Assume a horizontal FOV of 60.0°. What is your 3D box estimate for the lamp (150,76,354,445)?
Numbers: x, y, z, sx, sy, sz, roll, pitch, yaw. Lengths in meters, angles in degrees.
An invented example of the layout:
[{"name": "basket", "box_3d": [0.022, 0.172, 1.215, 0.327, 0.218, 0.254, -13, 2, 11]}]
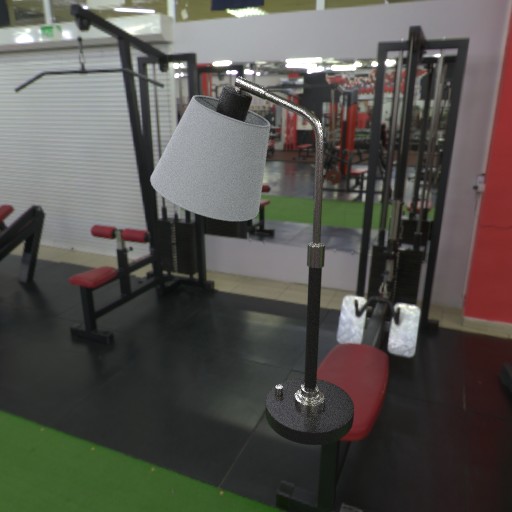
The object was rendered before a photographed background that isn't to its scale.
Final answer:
[{"name": "lamp", "box_3d": [0.000, 0.000, 0.712, 0.348, 0.539, 0.181, 8, 20, 24]}]
